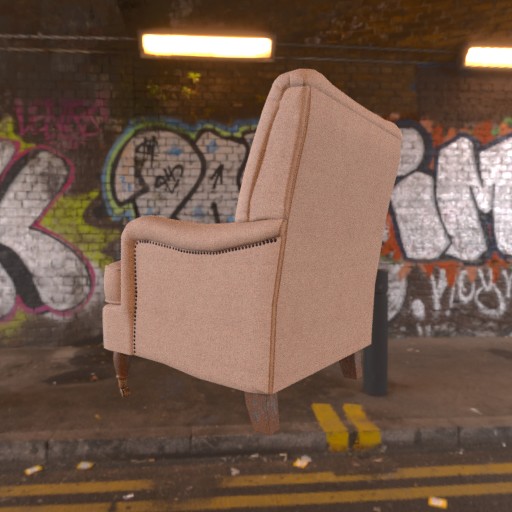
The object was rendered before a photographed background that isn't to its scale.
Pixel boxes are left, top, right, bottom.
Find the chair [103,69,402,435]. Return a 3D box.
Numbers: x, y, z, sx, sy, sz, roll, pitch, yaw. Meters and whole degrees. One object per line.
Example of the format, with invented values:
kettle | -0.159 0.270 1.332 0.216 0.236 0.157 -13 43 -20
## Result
chair | 0.000 0.000 1.829 0.953 1.119 0.879 1 2 35
